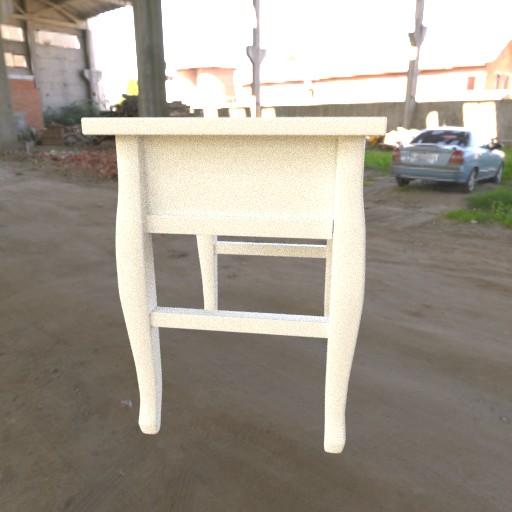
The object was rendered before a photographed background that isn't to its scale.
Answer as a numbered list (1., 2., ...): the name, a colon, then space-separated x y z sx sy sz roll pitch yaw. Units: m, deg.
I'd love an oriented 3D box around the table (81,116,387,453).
1. table: 0.000 0.000 1.025 0.463 0.605 0.599 2 16 8
